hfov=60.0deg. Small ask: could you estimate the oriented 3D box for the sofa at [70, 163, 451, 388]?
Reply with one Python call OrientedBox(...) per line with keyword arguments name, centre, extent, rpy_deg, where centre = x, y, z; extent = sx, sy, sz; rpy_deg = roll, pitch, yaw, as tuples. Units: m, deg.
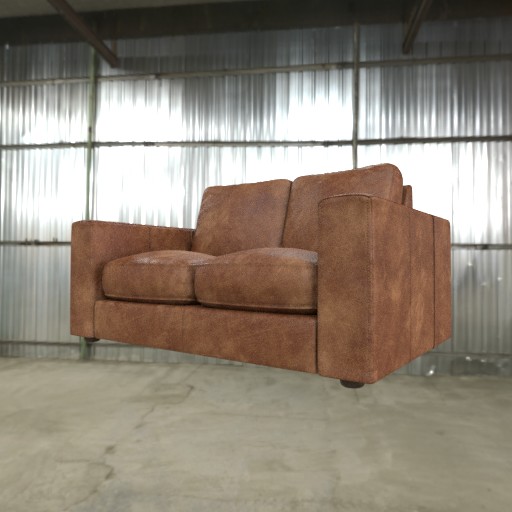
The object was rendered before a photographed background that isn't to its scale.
OrientedBox(name="sofa", centre=(0.000, 0.000, 2.220), extent=(1.626, 0.889, 1.041), rpy_deg=(-1, -1, 36))
